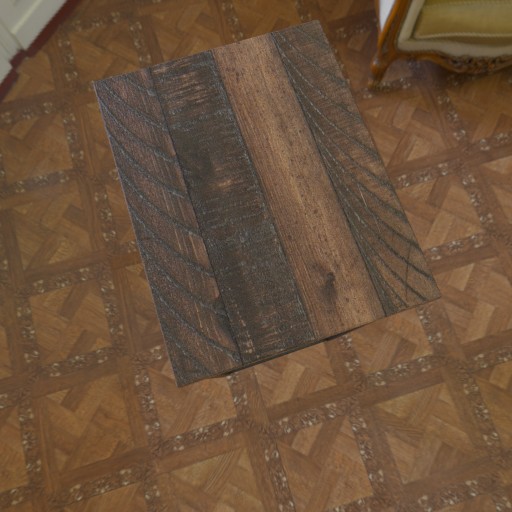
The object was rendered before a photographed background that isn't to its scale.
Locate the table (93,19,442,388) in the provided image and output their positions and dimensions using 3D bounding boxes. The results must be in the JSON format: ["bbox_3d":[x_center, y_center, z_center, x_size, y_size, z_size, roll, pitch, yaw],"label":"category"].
[{"bbox_3d":[0.000,0.000,0.900,0.323,0.718,0.414,-18,76,-5],"label":"table"}]
